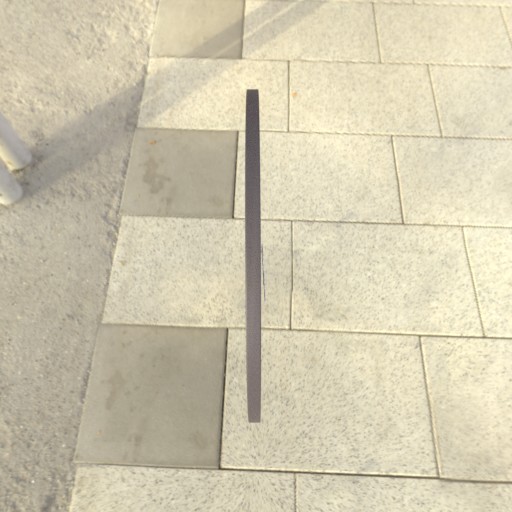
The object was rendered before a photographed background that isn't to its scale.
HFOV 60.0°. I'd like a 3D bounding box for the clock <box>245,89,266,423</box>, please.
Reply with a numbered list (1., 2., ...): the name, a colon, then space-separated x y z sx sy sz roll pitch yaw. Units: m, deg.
1. clock: 0.000 0.000 0.846 0.029 0.595 0.595 0 64 0
